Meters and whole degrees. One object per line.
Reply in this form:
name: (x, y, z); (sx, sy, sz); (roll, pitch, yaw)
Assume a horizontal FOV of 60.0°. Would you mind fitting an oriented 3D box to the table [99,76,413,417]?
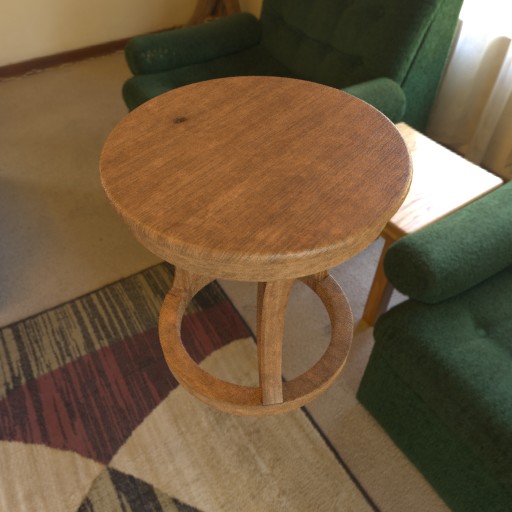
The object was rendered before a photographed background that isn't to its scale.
table: (0.000, 0.000, 0.789); (0.432, 0.460, 0.432); (0, 47, 0)
